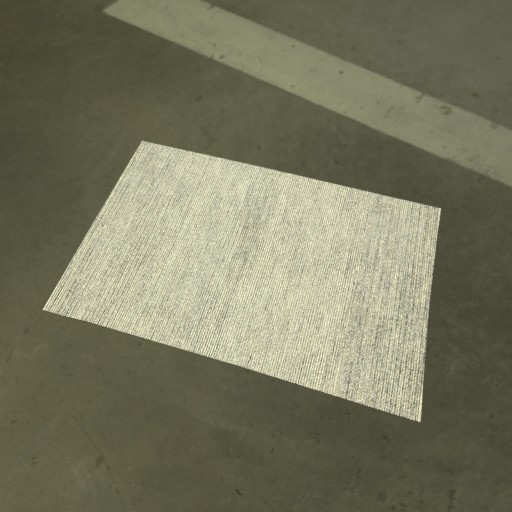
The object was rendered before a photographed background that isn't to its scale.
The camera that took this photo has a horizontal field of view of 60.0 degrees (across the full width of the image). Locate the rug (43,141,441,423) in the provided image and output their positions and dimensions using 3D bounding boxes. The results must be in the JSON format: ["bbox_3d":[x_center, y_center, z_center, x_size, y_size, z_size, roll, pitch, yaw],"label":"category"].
[{"bbox_3d":[0.000,0.000,2.266,1.789,0.021,1.159,15,61,8],"label":"rug"}]
